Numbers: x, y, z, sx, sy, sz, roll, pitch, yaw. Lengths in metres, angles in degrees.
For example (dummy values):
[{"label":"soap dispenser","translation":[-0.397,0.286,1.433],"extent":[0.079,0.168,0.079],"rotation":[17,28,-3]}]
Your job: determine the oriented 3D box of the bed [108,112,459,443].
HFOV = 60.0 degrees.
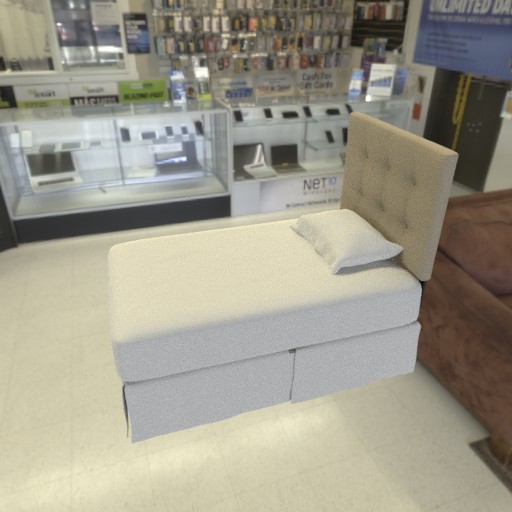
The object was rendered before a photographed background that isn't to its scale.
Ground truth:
[{"label":"bed","translation":[0.000,0.000,3.000],"extent":[1.997,1.571,1.261],"rotation":[-9,31,-15]}]
